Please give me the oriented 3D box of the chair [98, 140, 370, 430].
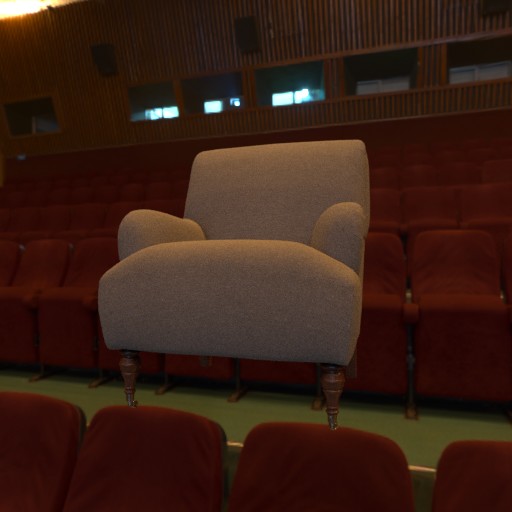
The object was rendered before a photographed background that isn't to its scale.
[{"bbox_3d":[0.000,0.000,1.563,0.766,0.942,0.843,0,0,17],"label":"chair"}]
